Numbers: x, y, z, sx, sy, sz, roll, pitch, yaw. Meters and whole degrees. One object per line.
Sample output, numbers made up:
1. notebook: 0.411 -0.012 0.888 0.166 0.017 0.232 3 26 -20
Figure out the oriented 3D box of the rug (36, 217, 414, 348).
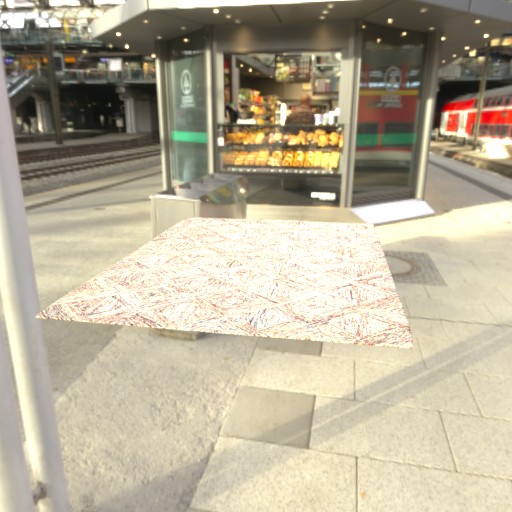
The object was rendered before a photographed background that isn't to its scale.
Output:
1. rug: 0.000 0.000 4.246 2.436 0.024 3.226 3 17 10
